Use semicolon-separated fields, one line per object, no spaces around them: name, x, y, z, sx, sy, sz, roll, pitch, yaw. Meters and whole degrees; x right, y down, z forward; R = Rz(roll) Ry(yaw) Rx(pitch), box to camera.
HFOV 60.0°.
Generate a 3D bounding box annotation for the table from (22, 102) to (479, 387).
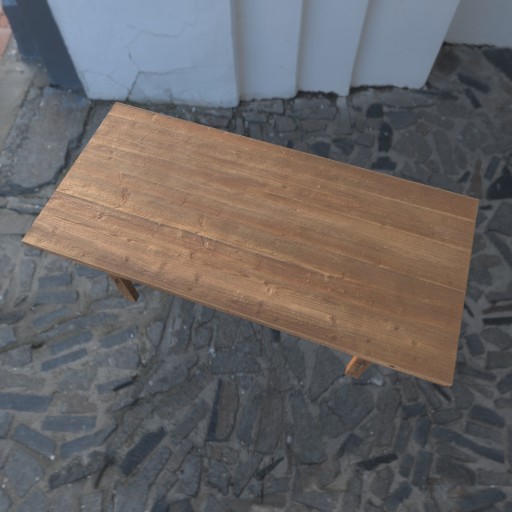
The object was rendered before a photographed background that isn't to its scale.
table;0.000;0.000;2.472;2.003;0.760;0.952;17;64;9
